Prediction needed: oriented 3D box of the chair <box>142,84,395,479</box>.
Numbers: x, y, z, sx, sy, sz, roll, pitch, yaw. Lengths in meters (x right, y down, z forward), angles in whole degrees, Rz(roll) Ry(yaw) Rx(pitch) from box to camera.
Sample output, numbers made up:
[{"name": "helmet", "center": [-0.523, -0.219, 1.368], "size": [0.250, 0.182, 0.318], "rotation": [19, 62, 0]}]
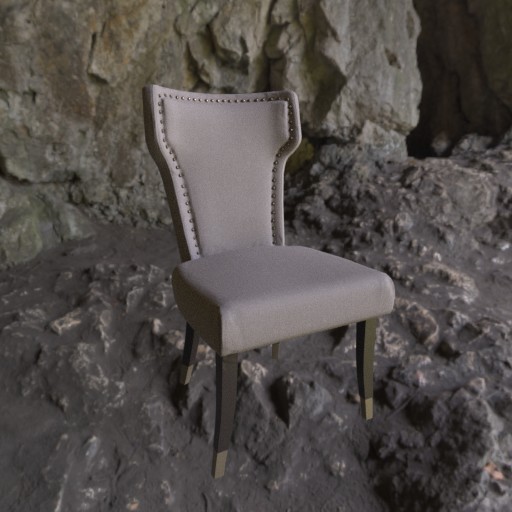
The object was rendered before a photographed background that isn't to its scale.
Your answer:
[{"name": "chair", "center": [0.000, 0.000, 1.307], "size": [0.526, 0.955, 0.630], "rotation": [-9, 19, -27]}]
